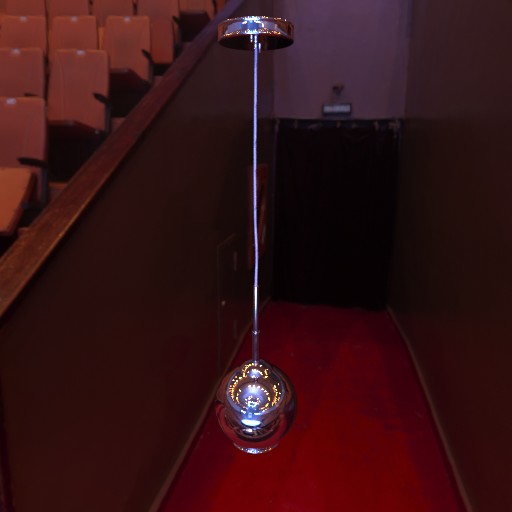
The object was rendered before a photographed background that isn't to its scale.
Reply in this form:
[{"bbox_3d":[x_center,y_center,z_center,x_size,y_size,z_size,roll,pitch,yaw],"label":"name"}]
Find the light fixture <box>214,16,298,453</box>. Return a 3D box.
[{"bbox_3d":[0.000,0.000,1.633,0.336,1.538,0.336,2,15,8],"label":"light fixture"}]
